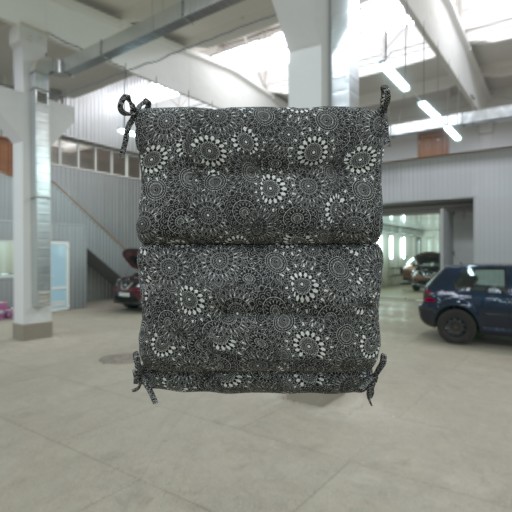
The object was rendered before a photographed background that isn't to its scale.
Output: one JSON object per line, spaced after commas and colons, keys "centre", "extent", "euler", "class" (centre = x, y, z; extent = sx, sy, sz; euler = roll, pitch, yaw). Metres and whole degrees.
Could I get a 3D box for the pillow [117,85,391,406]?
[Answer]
{"centre": [0.000, 0.000, 1.046], "extent": [0.519, 0.605, 0.571], "euler": [0, 0, 1], "class": "pillow"}
